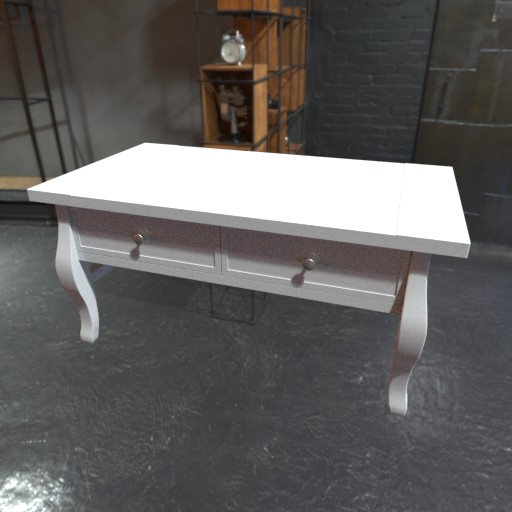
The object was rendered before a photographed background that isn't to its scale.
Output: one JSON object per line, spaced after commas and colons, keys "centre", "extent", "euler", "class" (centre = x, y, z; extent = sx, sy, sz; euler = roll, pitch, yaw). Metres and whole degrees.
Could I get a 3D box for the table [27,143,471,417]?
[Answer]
{"centre": [0.000, 0.000, 1.359], "extent": [1.062, 0.495, 0.600], "euler": [8, 28, 16], "class": "table"}
